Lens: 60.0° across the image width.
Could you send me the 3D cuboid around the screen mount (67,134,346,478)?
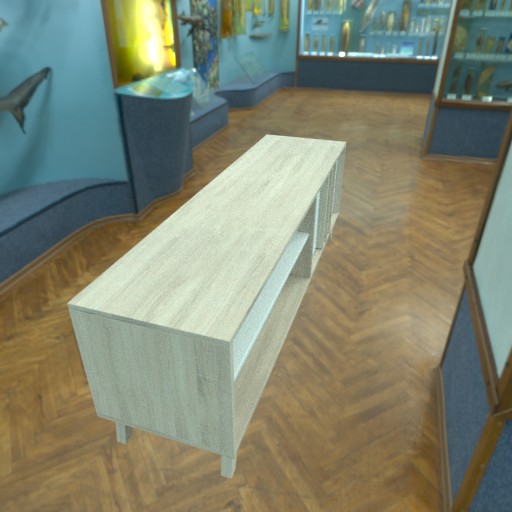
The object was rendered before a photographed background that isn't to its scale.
[{"bbox_3d":[0.000,0.000,1.699,0.400,0.510,1.500,10,32,16],"label":"screen mount"}]
